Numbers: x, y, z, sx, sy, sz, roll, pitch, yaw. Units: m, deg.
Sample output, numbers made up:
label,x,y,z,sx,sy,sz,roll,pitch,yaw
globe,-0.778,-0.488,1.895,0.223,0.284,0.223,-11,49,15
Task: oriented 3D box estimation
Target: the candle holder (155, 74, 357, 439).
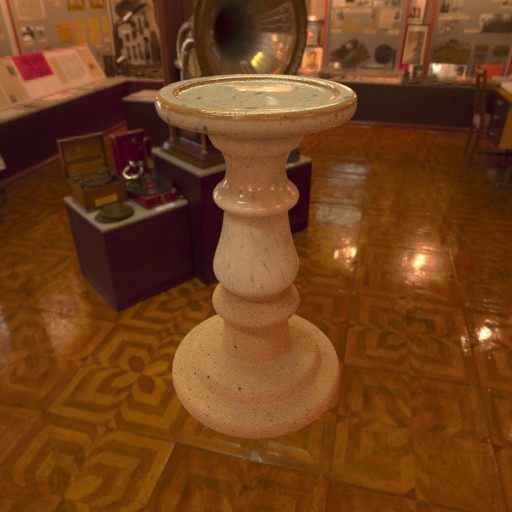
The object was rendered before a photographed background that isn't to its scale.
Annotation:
label,x,y,z,sx,sy,sz,roll,pitch,yaw
candle holder,0.000,0.000,0.282,0.123,0.202,0.123,0,31,0
